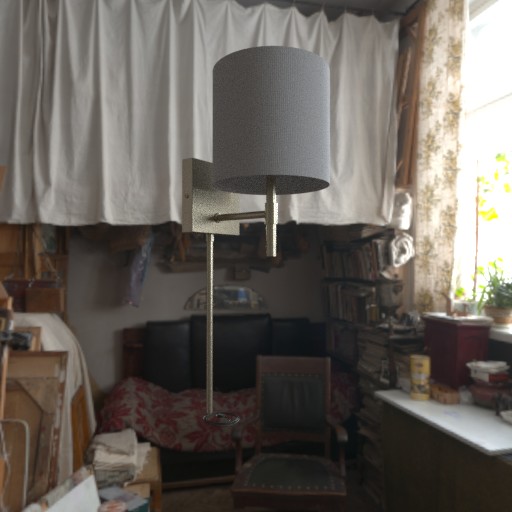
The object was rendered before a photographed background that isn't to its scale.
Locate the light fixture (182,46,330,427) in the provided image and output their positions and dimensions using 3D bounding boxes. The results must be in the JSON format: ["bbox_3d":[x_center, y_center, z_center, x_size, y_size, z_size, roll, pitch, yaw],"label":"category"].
[{"bbox_3d":[0.000,0.000,0.732,0.248,0.589,0.188,-1,-1,37],"label":"light fixture"}]
